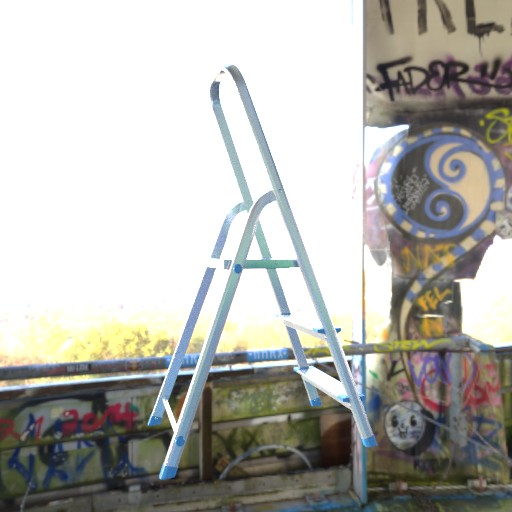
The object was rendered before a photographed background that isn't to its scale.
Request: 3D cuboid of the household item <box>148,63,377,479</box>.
[{"bbox_3d":[0.000,0.000,1.507,0.687,1.215,0.420,0,0,-18],"label":"household item"}]
